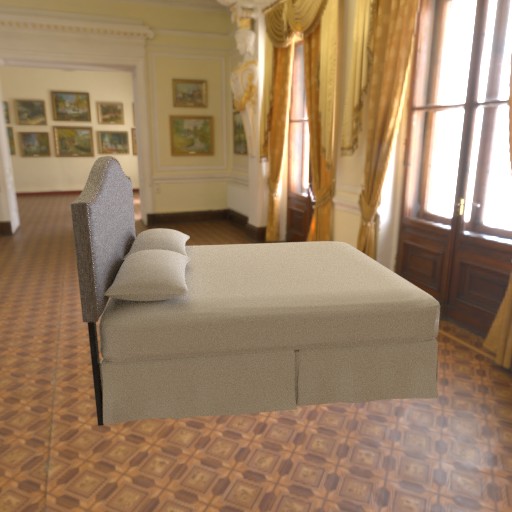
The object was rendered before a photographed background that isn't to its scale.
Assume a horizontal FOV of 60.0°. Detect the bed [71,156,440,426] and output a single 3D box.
[{"bbox_3d":[0.000,0.000,2.927,1.870,1.295,1.610,-2,15,-8],"label":"bed"}]
